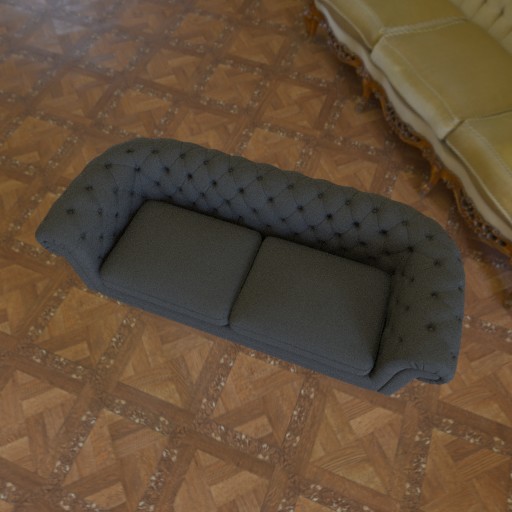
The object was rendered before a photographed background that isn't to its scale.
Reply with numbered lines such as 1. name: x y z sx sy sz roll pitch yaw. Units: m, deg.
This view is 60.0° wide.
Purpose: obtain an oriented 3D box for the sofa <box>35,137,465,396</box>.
1. sofa: 0.000 0.000 2.758 2.362 0.762 0.991 18 61 10
